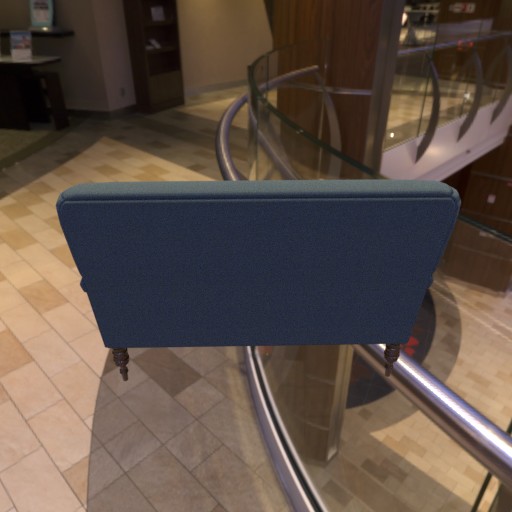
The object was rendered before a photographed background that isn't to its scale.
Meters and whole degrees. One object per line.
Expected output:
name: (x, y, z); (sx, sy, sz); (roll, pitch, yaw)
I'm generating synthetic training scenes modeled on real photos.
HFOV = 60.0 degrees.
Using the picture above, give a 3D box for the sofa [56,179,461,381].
sofa: (0.000, 0.000, 1.808); (1.297, 0.889, 0.779); (-1, 31, -1)
